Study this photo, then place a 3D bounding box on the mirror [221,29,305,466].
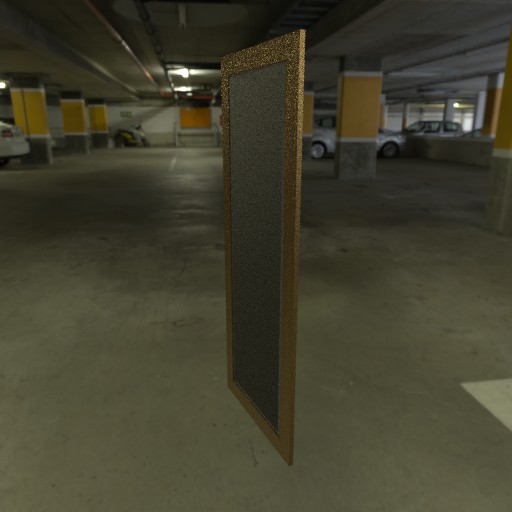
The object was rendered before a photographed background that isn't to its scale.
[{"bbox_3d":[0.000,0.000,2.345,0.025,2.031,0.812,-8,18,-25],"label":"mirror"}]
